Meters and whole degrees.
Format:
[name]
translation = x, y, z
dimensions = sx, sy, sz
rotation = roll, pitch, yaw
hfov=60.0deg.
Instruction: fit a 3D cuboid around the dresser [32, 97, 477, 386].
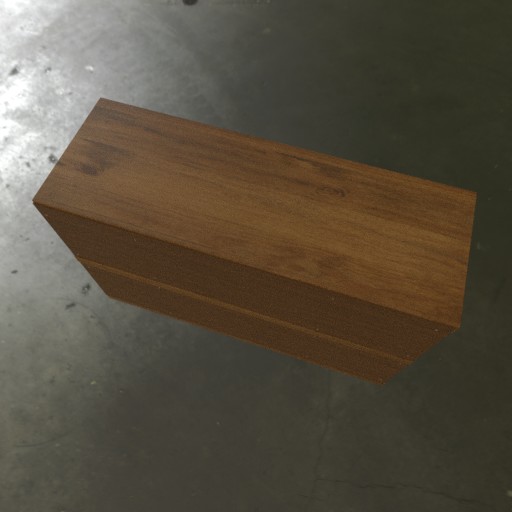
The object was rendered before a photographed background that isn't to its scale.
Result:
[dresser]
translation = 0.000, 0.000, 1.697
dimensions = 1.261, 0.825, 0.479
rotation = 16, 64, 8
